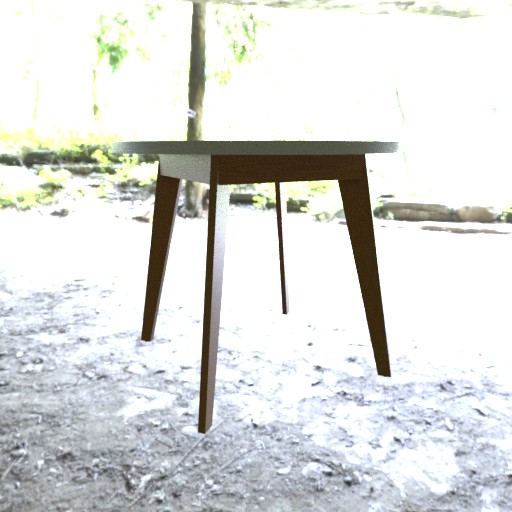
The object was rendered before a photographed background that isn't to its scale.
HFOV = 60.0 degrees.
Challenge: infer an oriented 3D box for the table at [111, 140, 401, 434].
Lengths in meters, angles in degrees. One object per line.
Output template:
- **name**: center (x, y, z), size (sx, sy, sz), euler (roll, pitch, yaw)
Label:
- **table**: center (0.000, 0.000, 1.531), size (0.896, 0.762, 0.896), euler (0, 14, 0)
